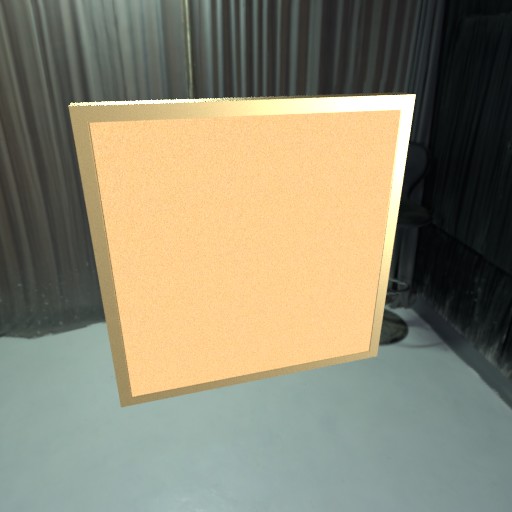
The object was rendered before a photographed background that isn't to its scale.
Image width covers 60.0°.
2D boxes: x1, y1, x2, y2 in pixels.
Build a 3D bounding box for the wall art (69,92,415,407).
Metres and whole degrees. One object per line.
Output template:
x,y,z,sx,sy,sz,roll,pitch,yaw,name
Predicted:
0.000,0.000,1.907,1.284,1.284,0.095,-7,26,-15,wall art
